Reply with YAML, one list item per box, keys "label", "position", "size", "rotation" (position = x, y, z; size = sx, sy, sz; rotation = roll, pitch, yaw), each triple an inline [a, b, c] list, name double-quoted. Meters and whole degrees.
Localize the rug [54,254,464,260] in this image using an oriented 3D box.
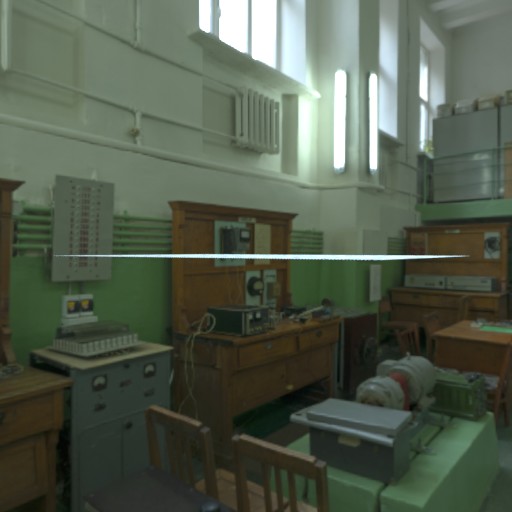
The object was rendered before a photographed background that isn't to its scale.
- label: "rug"
  position: [0.000, 0.000, 2.321]
  size: [1.835, 0.003, 1.206]
  rotation: [1, 1, 37]
